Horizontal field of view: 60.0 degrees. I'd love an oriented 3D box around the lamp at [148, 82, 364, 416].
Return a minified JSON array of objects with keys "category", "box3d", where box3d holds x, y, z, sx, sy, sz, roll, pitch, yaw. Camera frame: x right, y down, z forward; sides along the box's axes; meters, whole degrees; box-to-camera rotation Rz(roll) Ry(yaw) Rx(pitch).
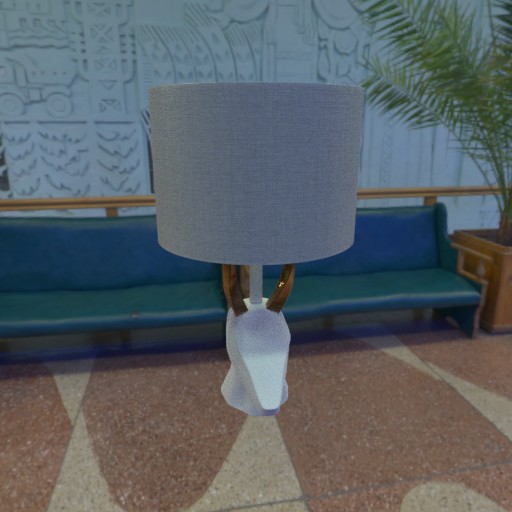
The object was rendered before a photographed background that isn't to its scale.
[{"category":"lamp","box3d":[0.000,0.000,0.700,0.298,0.503,0.298,-3,17,-8]}]
